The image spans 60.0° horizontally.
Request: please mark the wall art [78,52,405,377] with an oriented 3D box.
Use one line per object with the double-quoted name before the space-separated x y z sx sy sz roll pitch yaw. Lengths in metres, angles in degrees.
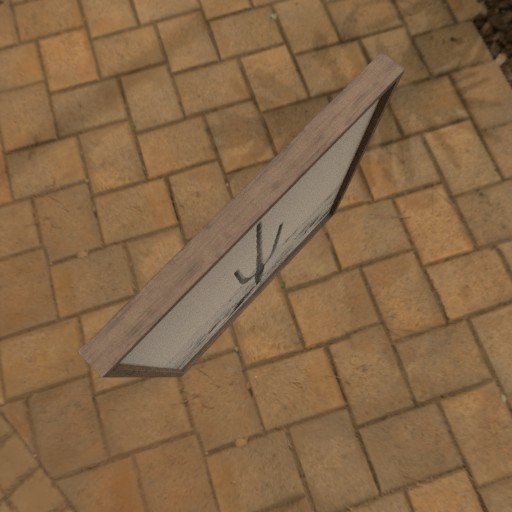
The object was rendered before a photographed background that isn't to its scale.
"wall art" 0.000 0.000 0.754 0.038 0.508 0.508 42 79 10
